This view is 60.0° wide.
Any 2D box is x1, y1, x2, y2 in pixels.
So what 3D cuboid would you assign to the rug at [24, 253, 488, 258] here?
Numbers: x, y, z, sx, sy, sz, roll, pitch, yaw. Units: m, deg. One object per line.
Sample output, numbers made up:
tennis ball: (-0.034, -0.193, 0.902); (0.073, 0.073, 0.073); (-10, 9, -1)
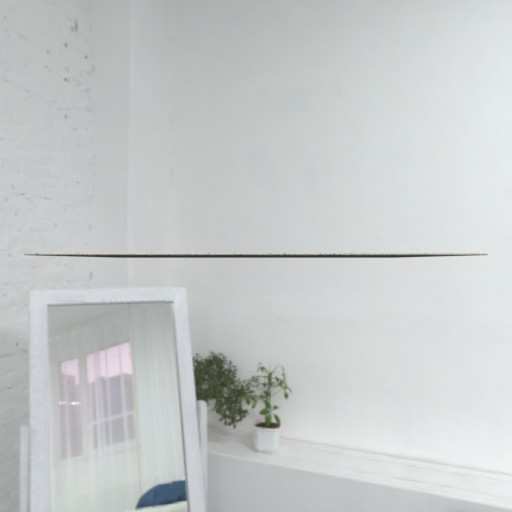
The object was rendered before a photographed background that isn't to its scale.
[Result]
rug: (0.000, 0.000, 2.347); (1.836, 0.009, 1.232); (0, -1, 0)
